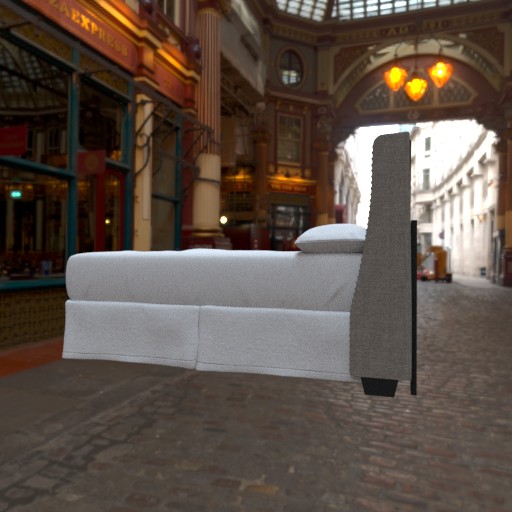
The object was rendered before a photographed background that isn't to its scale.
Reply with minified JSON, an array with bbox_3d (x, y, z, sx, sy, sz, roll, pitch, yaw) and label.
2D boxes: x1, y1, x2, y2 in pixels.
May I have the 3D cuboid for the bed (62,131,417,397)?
[{"bbox_3d":[0.000,0.000,3.334,2.237,1.407,1.710,0,0,18],"label":"bed"}]
